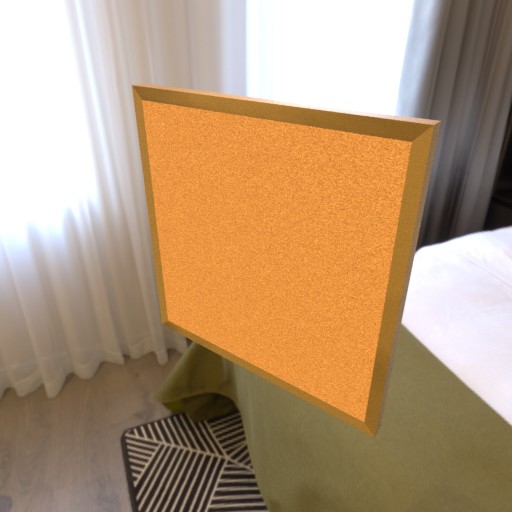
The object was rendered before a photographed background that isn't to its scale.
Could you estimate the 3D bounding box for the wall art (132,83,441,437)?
[{"bbox_3d":[0.000,0.000,1.129,0.762,0.762,0.038,20,34,32],"label":"wall art"}]
